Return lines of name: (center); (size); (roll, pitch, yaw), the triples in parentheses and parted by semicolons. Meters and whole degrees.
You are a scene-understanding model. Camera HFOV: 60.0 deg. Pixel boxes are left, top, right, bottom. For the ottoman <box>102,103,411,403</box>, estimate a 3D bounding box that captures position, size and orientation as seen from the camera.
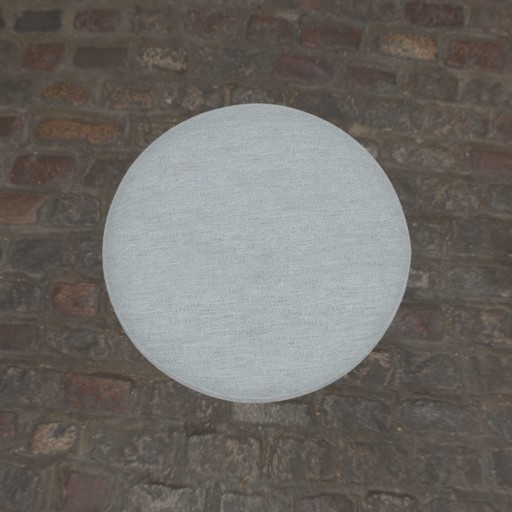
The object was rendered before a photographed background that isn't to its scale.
ottoman: (0.000, 0.000, 1.250); (0.769, 0.459, 0.769); (0, 77, 0)
